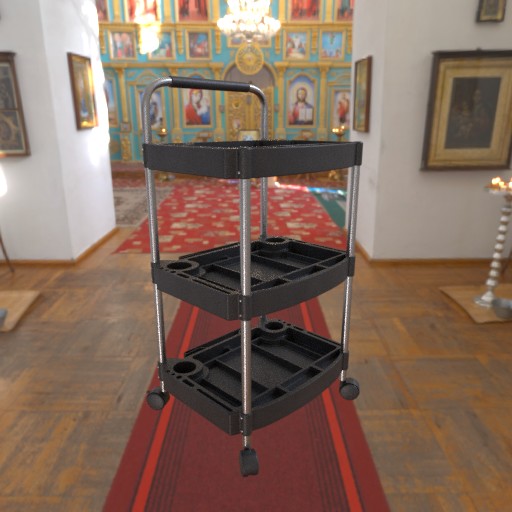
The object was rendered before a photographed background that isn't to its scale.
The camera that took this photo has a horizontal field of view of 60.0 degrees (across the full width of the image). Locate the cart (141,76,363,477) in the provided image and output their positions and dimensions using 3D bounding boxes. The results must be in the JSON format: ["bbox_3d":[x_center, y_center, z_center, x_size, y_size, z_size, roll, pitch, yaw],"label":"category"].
[{"bbox_3d":[0.000,0.000,1.413,0.518,1.075,0.584,16,23,42],"label":"cart"}]
